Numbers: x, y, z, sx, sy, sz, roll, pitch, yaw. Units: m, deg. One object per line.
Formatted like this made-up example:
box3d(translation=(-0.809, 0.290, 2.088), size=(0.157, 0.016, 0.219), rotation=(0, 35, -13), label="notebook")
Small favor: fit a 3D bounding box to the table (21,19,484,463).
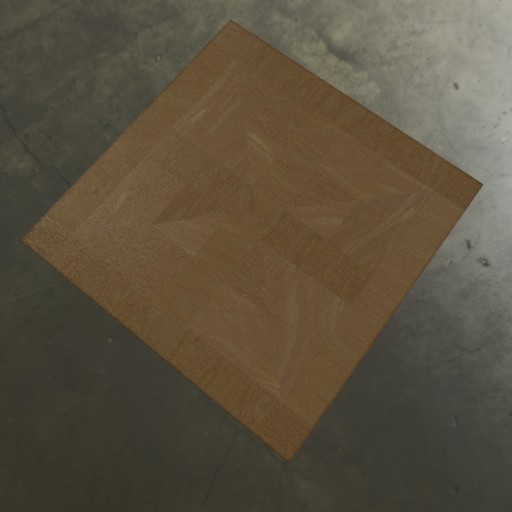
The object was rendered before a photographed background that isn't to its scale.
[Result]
box3d(translation=(0.000, 0.000, 1.128), size=(0.610, 0.638, 0.612), rotation=(37, 78, 9), label="table")
